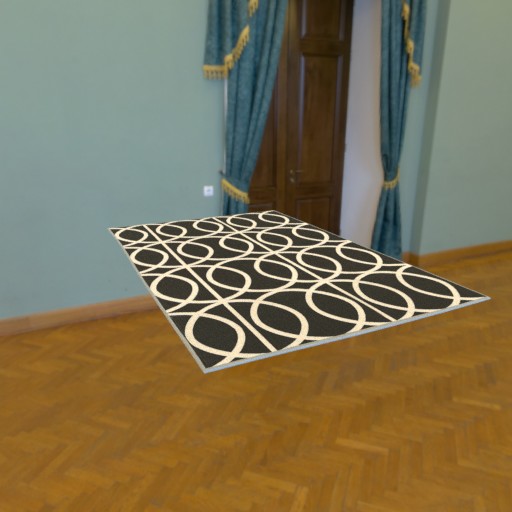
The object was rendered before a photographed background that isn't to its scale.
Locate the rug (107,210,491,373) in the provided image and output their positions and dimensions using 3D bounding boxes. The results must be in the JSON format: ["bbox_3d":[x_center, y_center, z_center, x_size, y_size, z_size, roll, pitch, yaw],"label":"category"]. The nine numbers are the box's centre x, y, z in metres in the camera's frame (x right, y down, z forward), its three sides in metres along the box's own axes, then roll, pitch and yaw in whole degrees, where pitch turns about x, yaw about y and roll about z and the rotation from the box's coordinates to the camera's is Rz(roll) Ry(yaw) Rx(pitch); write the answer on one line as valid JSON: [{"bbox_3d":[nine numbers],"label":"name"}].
[{"bbox_3d":[0.000,0.000,2.879,1.528,0.014,2.294,-9,20,-25],"label":"rug"}]
